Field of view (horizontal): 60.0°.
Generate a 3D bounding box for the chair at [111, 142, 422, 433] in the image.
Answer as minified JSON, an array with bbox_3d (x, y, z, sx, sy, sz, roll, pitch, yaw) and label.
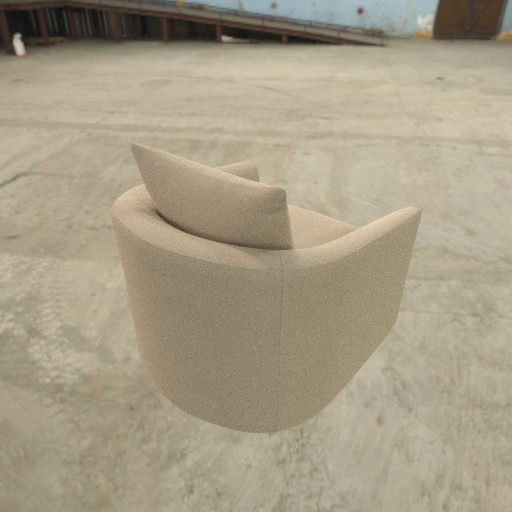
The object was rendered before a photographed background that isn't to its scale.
[{"bbox_3d":[0.000,0.000,1.598,0.845,0.848,0.910,23,38,32],"label":"chair"}]
